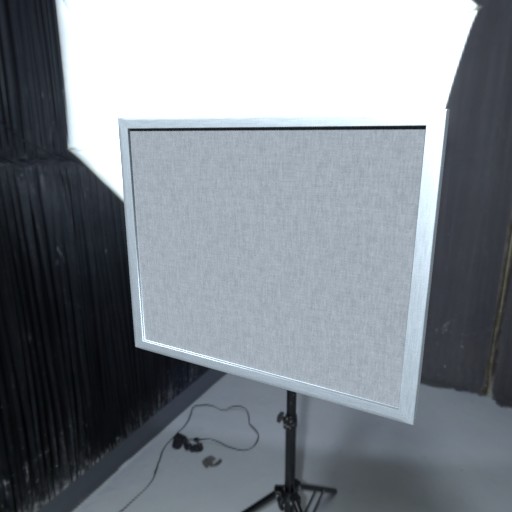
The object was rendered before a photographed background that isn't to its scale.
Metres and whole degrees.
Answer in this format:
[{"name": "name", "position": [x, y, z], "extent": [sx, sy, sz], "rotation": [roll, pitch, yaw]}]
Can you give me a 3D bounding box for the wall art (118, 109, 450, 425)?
[{"name": "wall art", "position": [0.000, 0.000, 0.749], "extent": [0.556, 0.457, 0.028], "rotation": [8, 17, 27]}]
